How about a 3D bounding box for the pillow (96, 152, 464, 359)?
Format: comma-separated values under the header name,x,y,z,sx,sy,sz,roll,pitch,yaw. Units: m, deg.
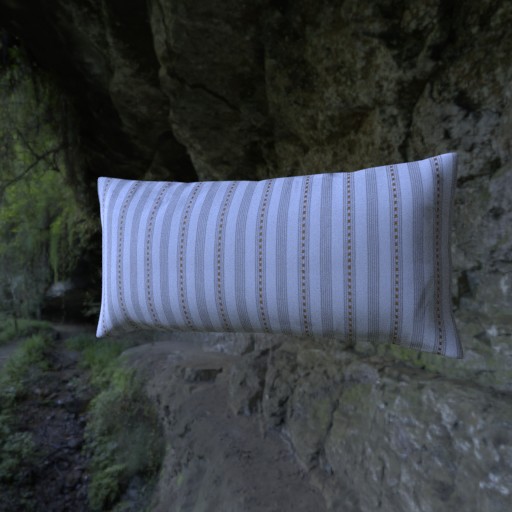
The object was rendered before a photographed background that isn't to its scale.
name,x,y,z,sx,sy,sz,roll,pitch,yaw
pillow,0.000,0.000,0.714,0.608,0.291,0.151,0,-1,18
